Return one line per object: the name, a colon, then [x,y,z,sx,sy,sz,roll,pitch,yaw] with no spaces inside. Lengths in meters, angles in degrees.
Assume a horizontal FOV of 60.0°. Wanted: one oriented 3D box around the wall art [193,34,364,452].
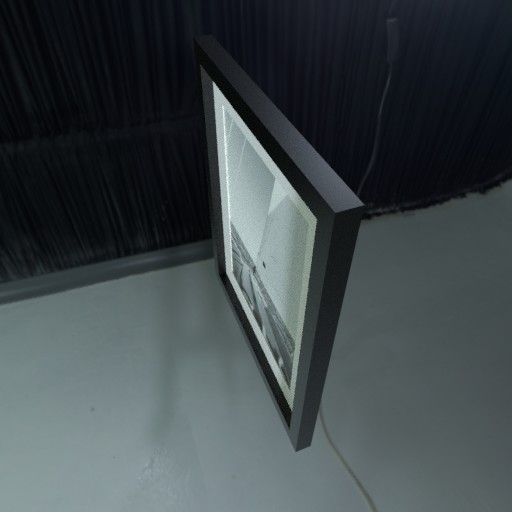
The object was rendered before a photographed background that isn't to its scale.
wall art: [0.000,0.000,0.750,0.031,0.558,0.461,-16,48,-15]
